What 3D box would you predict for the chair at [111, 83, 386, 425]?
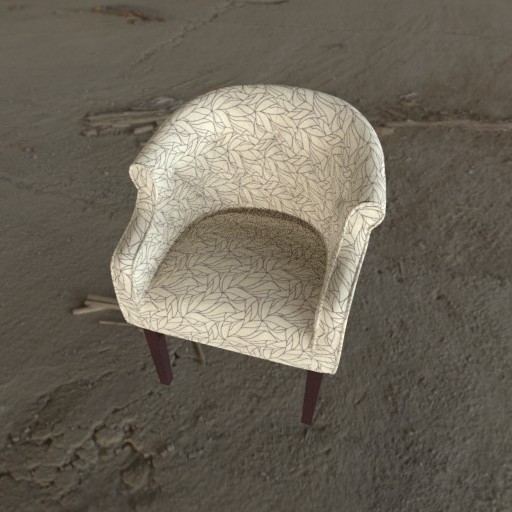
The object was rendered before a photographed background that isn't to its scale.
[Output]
[{"bbox_3d":[0.000,0.000,1.364,0.686,0.858,0.613,11,43,13],"label":"chair"}]
